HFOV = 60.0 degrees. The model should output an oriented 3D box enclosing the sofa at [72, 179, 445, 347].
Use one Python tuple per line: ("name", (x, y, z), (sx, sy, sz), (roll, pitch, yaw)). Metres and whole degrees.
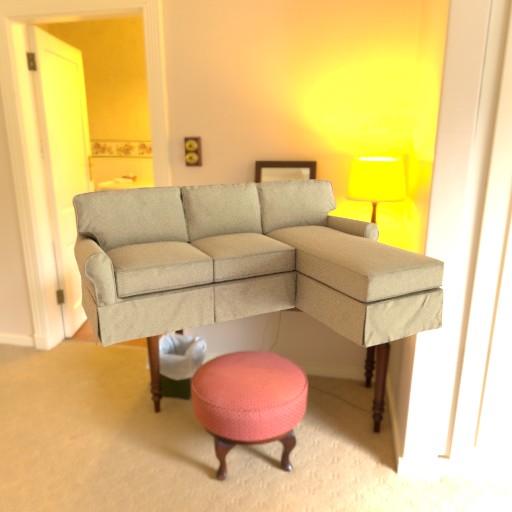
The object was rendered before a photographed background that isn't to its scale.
("sofa", (0.000, 0.000, 3.398), (2.475, 0.978, 1.733), (-8, 17, -26))
